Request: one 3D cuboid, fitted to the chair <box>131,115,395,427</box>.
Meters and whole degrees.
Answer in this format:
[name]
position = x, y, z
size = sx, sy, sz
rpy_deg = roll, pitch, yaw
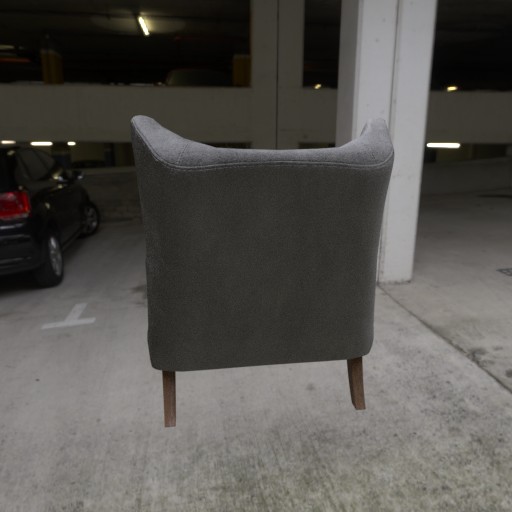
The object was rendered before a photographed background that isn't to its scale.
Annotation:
[chair]
position = 0.000, 0.000, 1.601
size = 0.784, 0.950, 0.906
rpy_deg = -2, 15, -8
